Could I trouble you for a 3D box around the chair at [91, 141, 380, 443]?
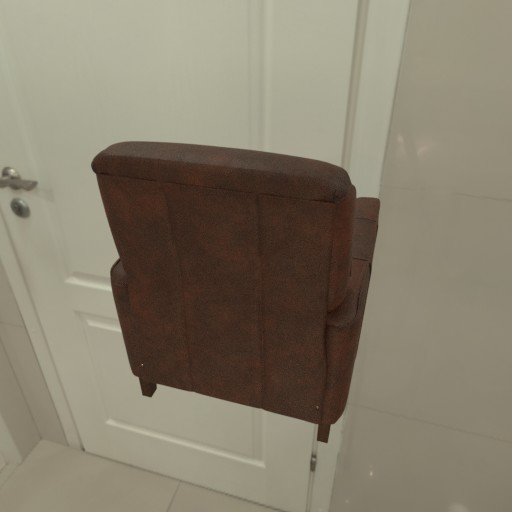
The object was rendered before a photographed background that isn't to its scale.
[{"bbox_3d":[0.000,0.000,1.660,0.843,1.043,0.836,9,33,14],"label":"chair"}]
